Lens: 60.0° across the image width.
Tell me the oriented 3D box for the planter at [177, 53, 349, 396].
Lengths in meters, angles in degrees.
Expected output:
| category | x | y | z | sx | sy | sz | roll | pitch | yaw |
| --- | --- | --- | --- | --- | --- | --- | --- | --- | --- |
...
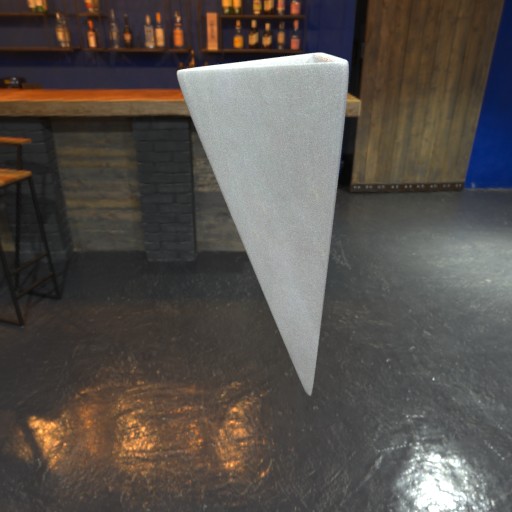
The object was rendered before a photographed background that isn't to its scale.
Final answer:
| category | x | y | z | sx | sy | sz | roll | pitch | yaw |
| --- | --- | --- | --- | --- | --- | --- | --- | --- | --- |
| planter | 0.000 | 0.000 | 0.157 | 0.047 | 0.130 | 0.058 | 0 | 26 | 1 |
